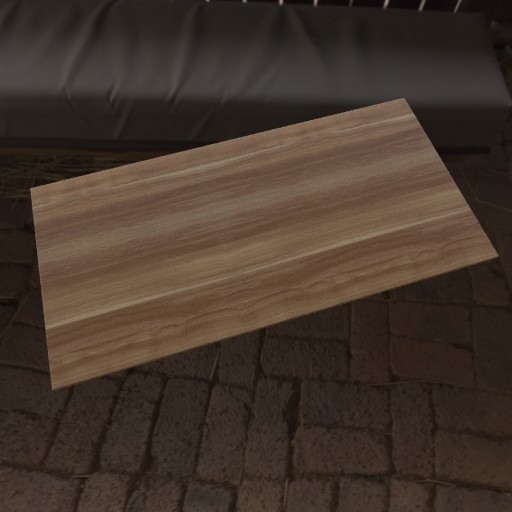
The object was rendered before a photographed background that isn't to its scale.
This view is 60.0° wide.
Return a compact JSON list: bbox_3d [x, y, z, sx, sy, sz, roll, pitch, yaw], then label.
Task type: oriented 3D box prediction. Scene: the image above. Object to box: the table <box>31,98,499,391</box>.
[{"bbox_3d":[0.000,0.000,2.438,2.000,0.770,1.000,-16,66,-7],"label":"table"}]
